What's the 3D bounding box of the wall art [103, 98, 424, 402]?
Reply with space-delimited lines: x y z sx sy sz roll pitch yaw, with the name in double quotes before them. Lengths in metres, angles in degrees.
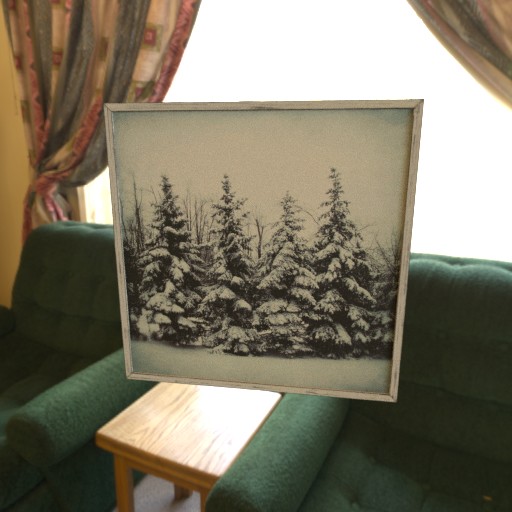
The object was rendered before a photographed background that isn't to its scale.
"wall art" 0.000 0.000 1.152 0.761 0.761 0.037 2 15 9
